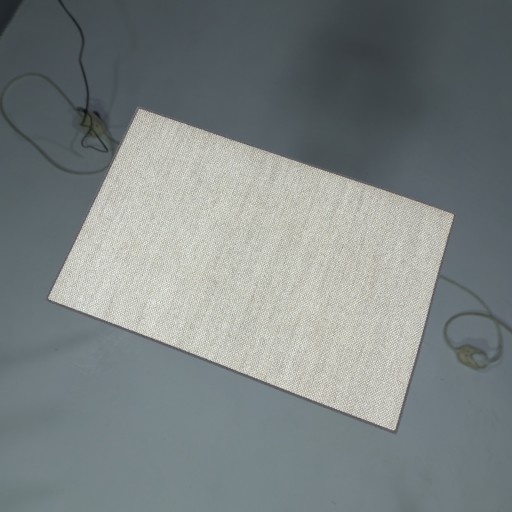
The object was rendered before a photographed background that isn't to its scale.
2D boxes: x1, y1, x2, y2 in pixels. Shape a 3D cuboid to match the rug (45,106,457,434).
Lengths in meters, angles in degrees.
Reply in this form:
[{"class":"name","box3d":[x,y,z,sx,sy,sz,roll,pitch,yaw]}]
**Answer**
[{"class":"rug","box3d":[0.000,0.000,2.080,1.676,0.013,1.067,20,77,5]}]
